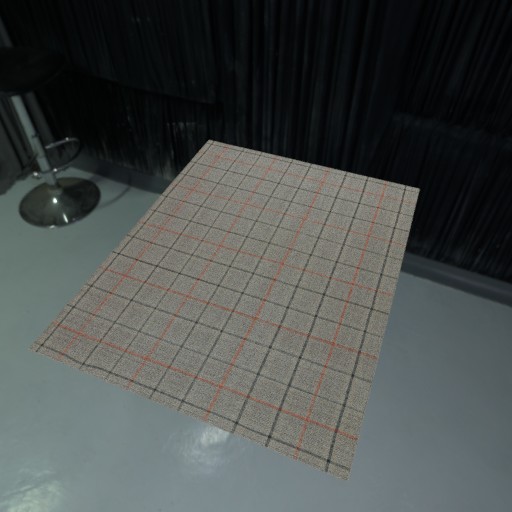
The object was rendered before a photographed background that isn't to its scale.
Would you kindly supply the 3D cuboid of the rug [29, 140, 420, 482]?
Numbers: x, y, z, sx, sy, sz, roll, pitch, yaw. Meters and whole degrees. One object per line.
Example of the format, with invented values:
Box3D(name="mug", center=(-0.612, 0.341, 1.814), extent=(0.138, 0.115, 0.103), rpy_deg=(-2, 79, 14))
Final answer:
Box3D(name="rug", center=(0.000, 0.000, 3.963), extent=(2.444, 0.012, 3.048), rpy_deg=(17, 49, 15))
